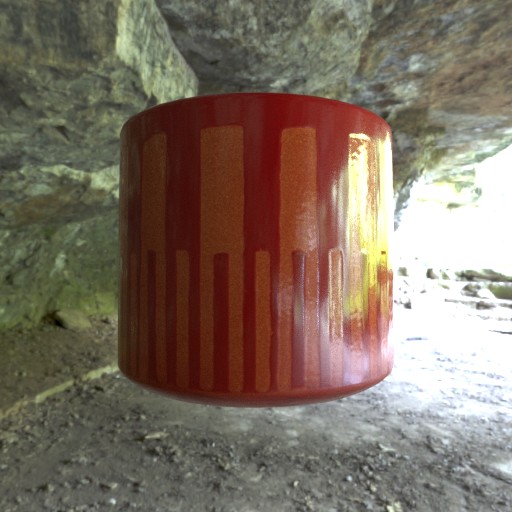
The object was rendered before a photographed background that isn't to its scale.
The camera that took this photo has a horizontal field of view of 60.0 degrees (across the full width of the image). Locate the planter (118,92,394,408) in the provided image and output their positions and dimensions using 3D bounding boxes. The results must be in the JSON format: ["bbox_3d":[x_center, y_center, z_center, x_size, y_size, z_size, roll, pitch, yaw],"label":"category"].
[{"bbox_3d":[0.000,0.000,0.388,0.230,0.202,0.230,0,-1,0],"label":"planter"}]
